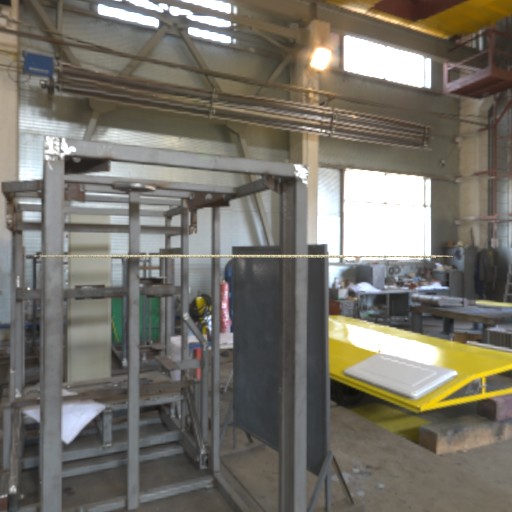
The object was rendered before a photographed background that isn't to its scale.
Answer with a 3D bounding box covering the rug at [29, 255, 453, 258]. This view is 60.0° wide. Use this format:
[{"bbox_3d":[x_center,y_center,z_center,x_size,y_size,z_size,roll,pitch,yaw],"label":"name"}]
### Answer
[{"bbox_3d":[0.000,0.000,2.335,1.802,0.008,1.247,0,0,19],"label":"rug"}]
